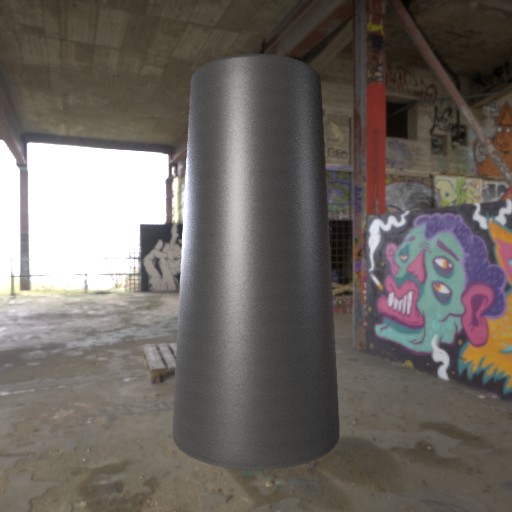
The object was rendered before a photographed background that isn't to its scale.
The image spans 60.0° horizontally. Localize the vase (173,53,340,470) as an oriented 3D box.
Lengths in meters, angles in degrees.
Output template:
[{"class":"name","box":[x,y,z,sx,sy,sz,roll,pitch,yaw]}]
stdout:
[{"class":"vase","box":[0.000,0.000,0.367,0.136,0.289,0.136,0,1,-2]}]
